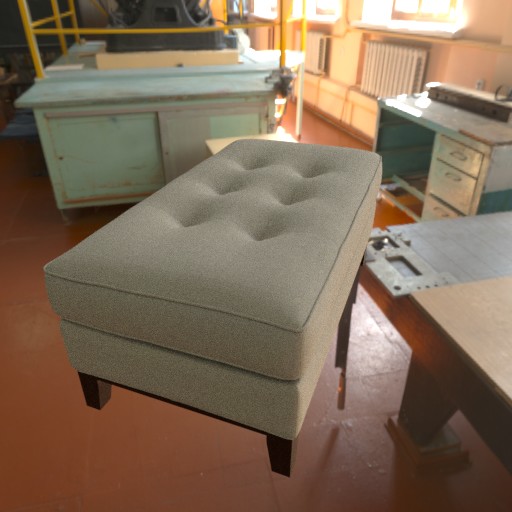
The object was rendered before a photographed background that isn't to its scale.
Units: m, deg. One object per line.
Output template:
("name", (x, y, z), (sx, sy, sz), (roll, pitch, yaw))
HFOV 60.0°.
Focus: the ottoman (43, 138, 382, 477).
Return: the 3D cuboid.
("ottoman", (0.000, 0.000, 1.467), (0.648, 0.508, 1.143), (11, 32, 18))
